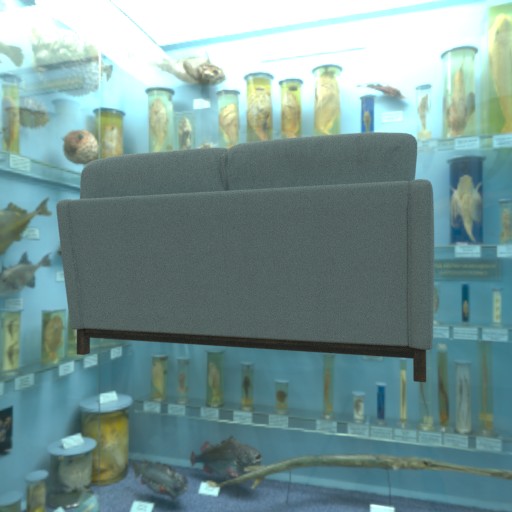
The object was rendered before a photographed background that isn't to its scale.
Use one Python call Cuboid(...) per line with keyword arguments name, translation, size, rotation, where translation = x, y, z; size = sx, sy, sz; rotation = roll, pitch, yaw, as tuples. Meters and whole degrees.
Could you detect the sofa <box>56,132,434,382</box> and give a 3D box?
Cuboid(name="sofa", translation=(0.000, 0.000, 2.179), size=(1.589, 0.921, 0.987), rotation=(0, -1, 19))
